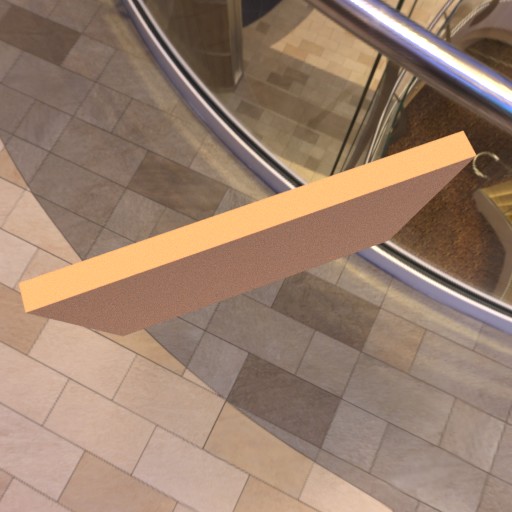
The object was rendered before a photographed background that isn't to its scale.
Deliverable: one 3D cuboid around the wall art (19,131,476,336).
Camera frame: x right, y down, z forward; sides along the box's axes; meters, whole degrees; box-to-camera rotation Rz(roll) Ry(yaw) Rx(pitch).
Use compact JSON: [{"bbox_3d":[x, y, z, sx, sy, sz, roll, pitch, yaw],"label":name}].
[{"bbox_3d":[0.000,0.000,0.765,0.609,0.407,0.039,-19,77,-5],"label":"wall art"}]
